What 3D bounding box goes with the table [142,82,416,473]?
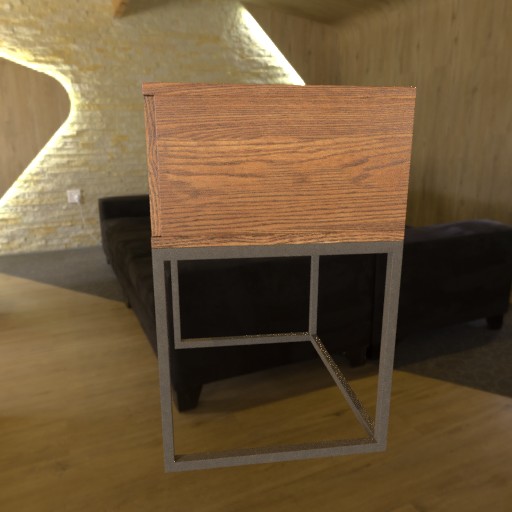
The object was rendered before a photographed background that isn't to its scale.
[{"bbox_3d":[0.000,0.000,0.917,0.400,0.610,0.482,-2,14,-8],"label":"table"}]
